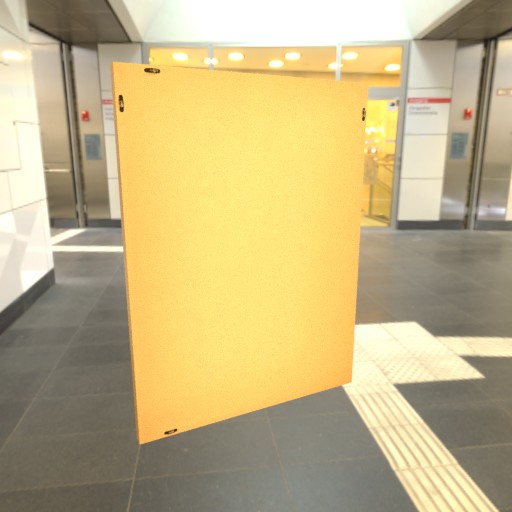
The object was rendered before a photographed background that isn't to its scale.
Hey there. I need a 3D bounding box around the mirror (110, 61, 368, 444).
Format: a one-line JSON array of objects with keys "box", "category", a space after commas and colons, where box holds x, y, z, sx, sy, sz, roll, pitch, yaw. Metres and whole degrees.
[{"box": [0.000, 0.000, 1.327, 0.762, 1.016, 0.040, -7, 15, -26], "category": "mirror"}]
